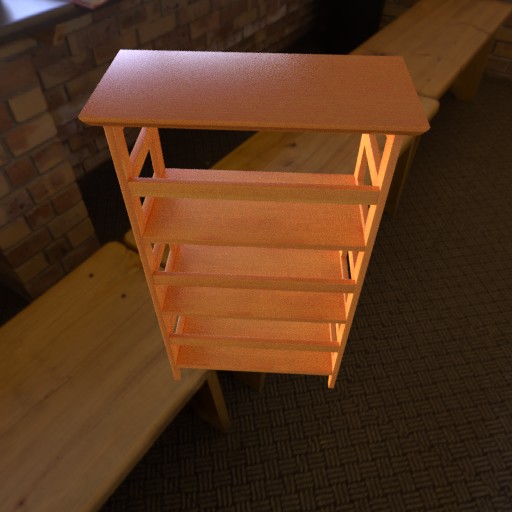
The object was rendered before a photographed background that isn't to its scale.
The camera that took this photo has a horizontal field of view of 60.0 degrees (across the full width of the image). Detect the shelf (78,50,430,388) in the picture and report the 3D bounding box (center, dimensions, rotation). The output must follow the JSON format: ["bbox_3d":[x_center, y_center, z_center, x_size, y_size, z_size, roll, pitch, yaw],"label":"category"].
[{"bbox_3d":[0.000,0.000,1.323,0.660,1.067,0.305,2,47,2],"label":"shelf"}]
